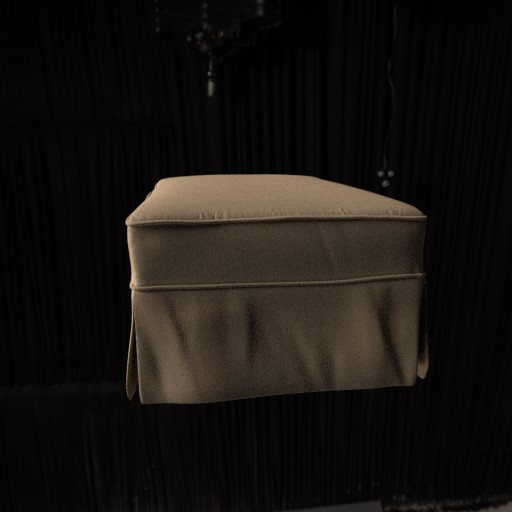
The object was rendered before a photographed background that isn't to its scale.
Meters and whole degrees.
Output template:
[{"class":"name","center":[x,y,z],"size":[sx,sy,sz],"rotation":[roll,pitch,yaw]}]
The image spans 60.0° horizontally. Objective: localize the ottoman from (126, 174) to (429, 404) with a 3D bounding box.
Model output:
[{"class":"ottoman","center":[0.000,0.000,1.385],"size":[0.721,0.482,0.959],"rotation":[-2,15,-8]}]
